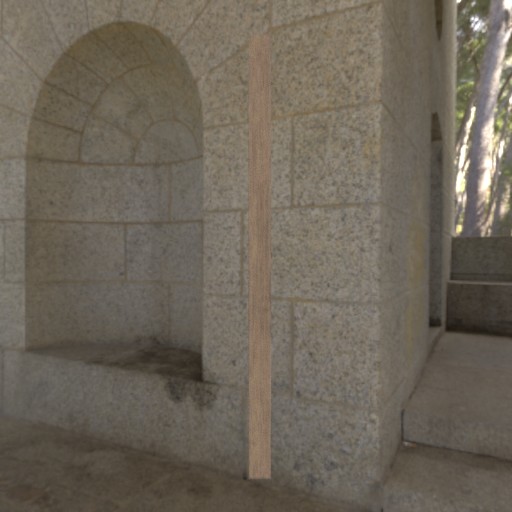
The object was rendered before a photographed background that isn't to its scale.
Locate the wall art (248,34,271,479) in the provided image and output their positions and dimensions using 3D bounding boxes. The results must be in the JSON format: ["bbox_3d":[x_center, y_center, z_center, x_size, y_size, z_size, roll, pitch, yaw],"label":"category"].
[{"bbox_3d":[0.000,0.000,1.140,0.038,0.762,0.762,0,0,-1],"label":"wall art"}]
